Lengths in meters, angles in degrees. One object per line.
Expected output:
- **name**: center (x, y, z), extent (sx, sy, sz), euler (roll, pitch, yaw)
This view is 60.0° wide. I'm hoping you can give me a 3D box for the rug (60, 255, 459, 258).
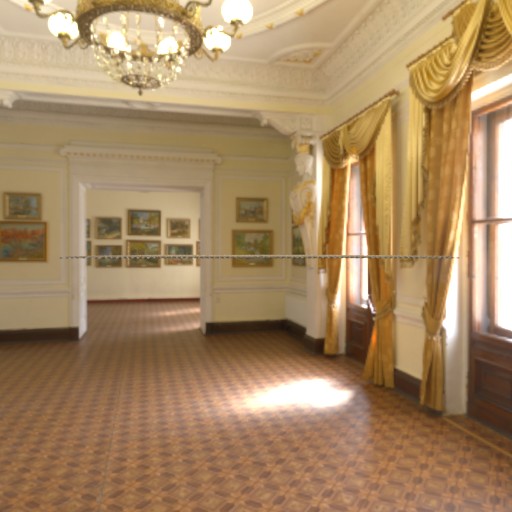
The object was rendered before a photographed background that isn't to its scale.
- **rug**: center (0.000, 0.000, 4.152), extent (2.380, 0.013, 3.051), euler (0, 0, -1)
